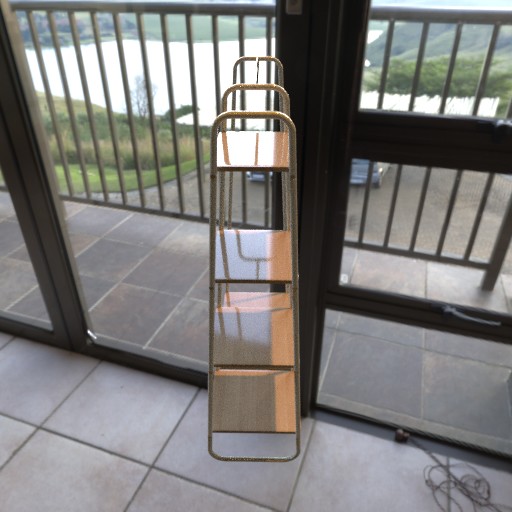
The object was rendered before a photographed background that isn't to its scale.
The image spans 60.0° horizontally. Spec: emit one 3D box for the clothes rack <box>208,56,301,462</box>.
[{"bbox_3d":[0.000,0.000,1.969,0.400,1.500,1.011,1,32,1],"label":"clothes rack"}]
